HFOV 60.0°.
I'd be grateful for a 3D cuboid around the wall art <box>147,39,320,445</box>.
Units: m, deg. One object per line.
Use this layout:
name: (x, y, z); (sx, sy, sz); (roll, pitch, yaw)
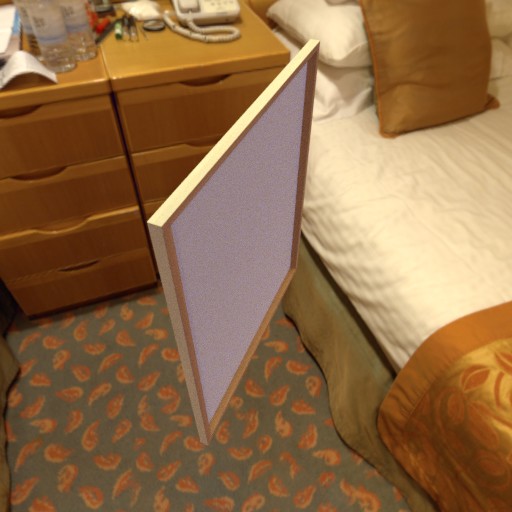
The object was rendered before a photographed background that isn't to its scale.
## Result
wall art: (0.000, 0.000, 0.983); (0.021, 0.710, 0.609); (18, 49, 16)
